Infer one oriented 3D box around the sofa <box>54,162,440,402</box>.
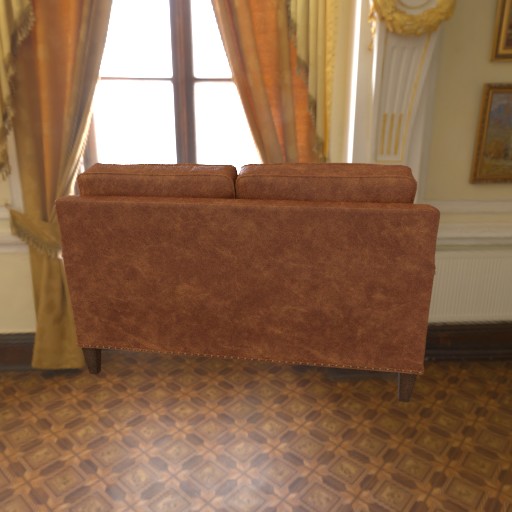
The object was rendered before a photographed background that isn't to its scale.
[{"bbox_3d":[0.000,0.000,2.286,1.597,1.003,1.084,3,16,9],"label":"sofa"}]
